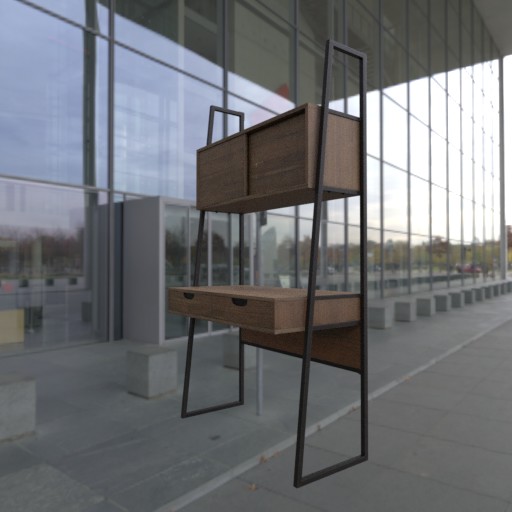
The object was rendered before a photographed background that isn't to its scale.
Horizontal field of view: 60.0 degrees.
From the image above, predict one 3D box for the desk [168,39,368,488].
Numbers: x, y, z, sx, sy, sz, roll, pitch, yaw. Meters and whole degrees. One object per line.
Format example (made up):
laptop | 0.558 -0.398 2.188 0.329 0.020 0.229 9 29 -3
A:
desk | 0.000 0.000 2.214 0.515 1.809 0.982 1 -1 -36
